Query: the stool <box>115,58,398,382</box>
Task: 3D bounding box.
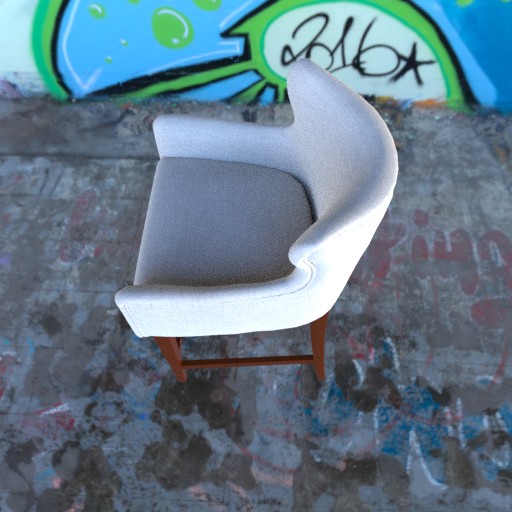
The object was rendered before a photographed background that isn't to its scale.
[{"bbox_3d":[0.000,0.000,1.386,0.637,0.987,0.615,1,58,1],"label":"stool"}]
